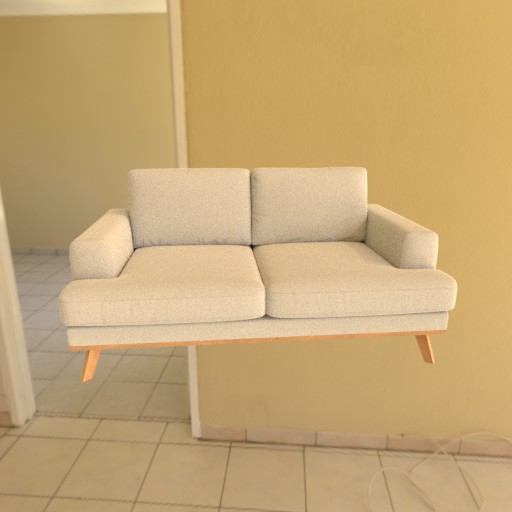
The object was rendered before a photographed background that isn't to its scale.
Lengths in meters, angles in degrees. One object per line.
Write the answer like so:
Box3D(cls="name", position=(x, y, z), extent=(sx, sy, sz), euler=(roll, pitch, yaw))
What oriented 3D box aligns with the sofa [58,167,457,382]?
Box3D(cls="sofa", position=(0.000, 0.000, 2.206), extent=(1.651, 0.810, 0.915), euler=(-2, 17, -5))
